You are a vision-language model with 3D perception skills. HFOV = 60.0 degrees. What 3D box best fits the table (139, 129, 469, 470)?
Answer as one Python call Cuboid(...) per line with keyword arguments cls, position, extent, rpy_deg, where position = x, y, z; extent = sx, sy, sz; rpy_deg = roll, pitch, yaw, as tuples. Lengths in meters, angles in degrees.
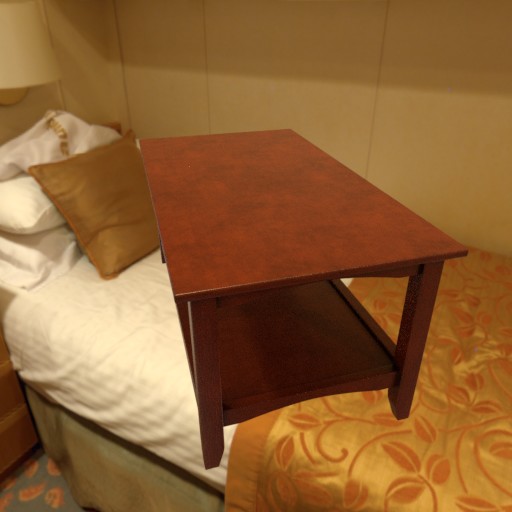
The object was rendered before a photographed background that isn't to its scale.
Cuboid(cls="table", position=(0.000, 0.000, 1.243), extent=(0.533, 0.456, 0.943), rpy_deg=(-8, 30, -14))
